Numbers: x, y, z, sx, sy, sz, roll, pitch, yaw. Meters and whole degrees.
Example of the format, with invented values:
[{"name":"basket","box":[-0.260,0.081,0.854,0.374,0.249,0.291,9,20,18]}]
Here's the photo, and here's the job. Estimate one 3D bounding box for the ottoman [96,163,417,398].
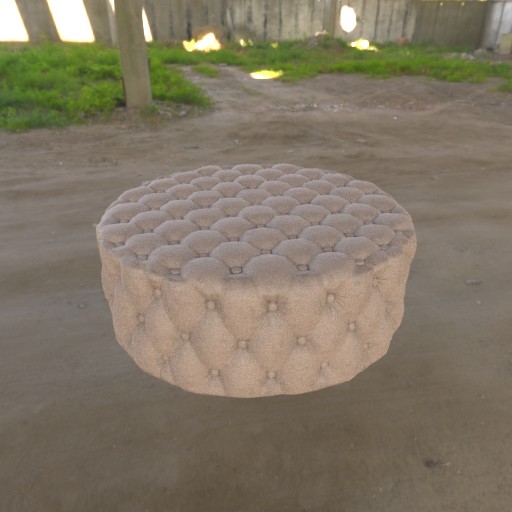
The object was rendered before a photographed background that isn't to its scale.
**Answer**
[{"name":"ottoman","box":[0.000,0.000,1.498,0.998,0.399,0.998,0,28,0]}]
